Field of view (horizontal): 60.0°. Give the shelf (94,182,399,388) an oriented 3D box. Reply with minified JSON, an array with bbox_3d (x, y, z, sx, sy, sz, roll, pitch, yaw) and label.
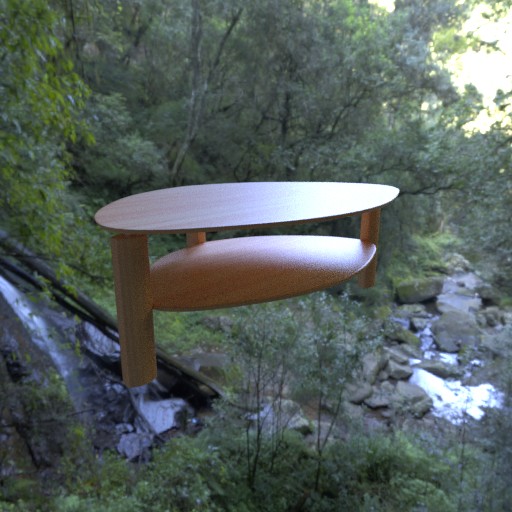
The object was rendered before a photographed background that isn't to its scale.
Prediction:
[{"bbox_3d":[0.000,0.000,1.622,1.246,0.440,0.845,-15,21,-42],"label":"shelf"}]
